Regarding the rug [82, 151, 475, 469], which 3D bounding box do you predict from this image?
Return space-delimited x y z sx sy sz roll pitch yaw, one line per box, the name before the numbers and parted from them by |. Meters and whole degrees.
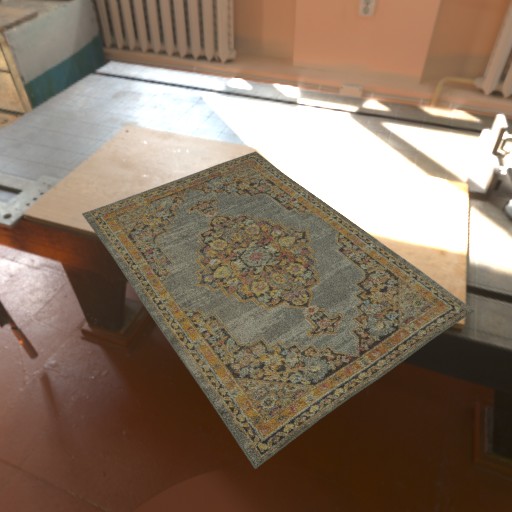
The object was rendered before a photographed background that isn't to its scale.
rug | 0.000 0.000 4.018 2.158 0.024 3.063 -26 49 -25
